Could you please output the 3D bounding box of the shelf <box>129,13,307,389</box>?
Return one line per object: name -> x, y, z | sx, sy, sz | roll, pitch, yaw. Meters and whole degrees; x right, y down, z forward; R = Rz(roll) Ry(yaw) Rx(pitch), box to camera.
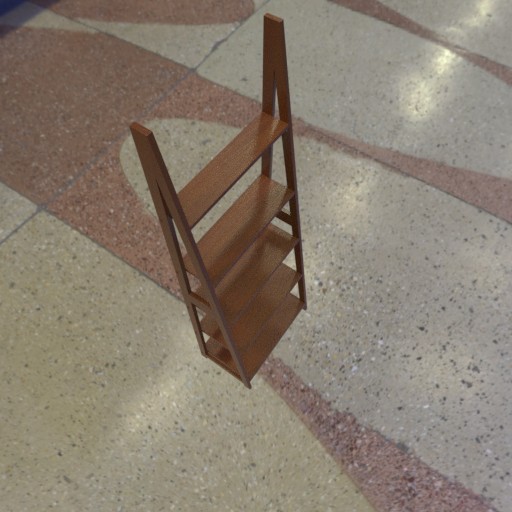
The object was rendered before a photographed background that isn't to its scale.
shelf -> 0.000, 0.000, 1.973 | 0.356, 1.780, 0.630 | 31, 64, 17
